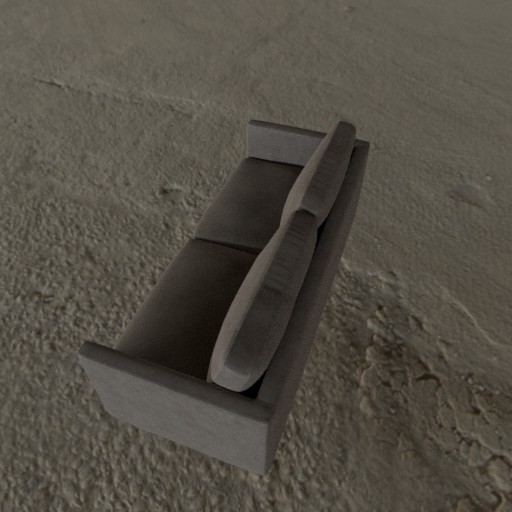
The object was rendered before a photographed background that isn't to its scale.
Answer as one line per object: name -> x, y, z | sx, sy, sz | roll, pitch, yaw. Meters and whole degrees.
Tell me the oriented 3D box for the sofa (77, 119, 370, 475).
sofa -> 0.000, 0.000, 2.754 | 0.951, 0.965, 2.208 | 15, 48, 14
